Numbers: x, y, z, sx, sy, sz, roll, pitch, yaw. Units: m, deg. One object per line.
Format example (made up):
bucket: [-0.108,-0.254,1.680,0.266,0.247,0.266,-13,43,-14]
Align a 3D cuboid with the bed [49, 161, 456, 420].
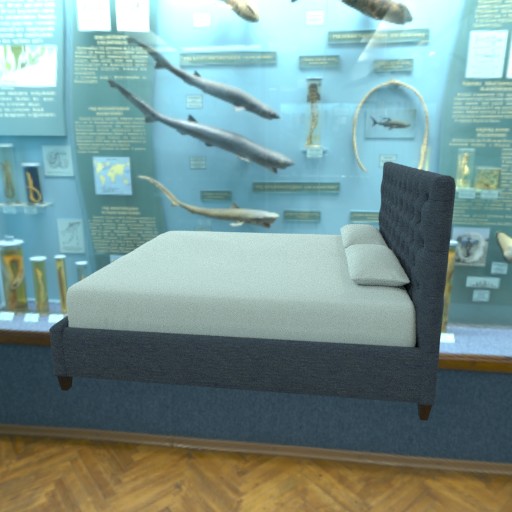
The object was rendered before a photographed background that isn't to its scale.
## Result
bed: [0.000,0.000,3.560,2.387,1.427,2.078,2,14,8]
